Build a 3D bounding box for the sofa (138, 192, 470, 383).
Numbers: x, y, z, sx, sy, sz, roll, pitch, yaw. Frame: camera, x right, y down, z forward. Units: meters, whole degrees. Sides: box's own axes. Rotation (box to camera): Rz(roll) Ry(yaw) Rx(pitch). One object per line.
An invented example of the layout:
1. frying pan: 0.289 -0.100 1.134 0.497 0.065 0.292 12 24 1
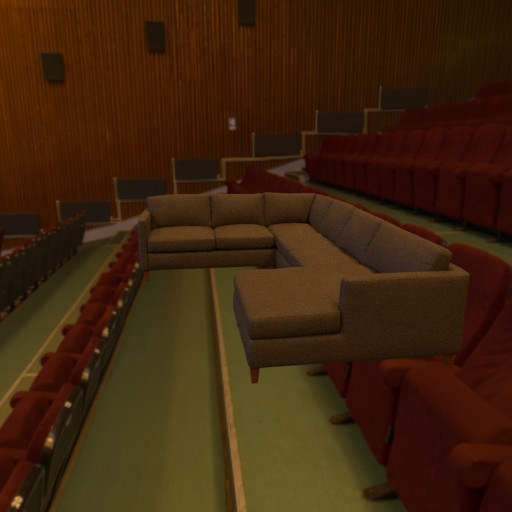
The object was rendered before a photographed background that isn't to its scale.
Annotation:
1. sofa: 0.000 0.000 4.616 2.594 0.961 3.460 -2 15 -8
